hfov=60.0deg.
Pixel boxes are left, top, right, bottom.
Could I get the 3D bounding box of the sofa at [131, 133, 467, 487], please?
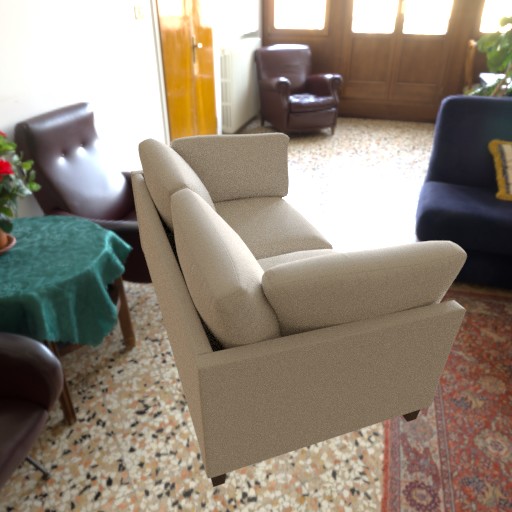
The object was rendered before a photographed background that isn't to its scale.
[{"bbox_3d":[0.000,0.000,2.184,0.970,0.836,1.776,-10,32,-17],"label":"sofa"}]
